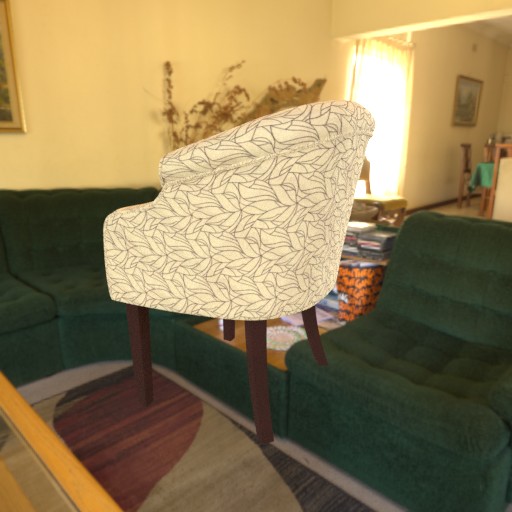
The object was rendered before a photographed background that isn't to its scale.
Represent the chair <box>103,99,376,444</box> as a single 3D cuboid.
[{"bbox_3d":[0.000,0.000,1.319,0.613,0.858,0.686,8,17,26],"label":"chair"}]
